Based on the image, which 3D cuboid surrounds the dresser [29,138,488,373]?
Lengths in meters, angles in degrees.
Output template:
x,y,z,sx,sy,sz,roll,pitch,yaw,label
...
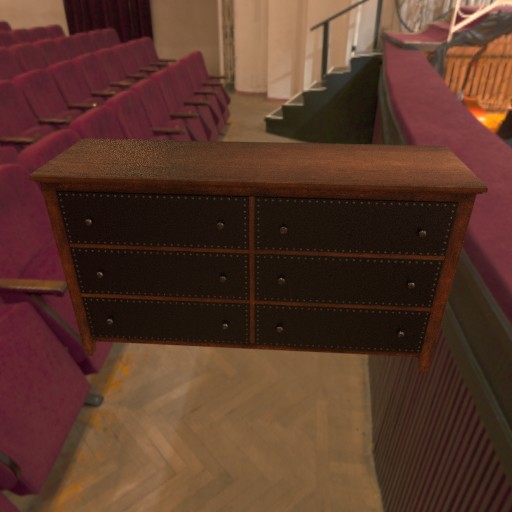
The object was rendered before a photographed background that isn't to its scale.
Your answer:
x,y,z,sx,sy,sz,roll,pitch,yaw,label
0.000,0.000,1.899,1.551,0.856,0.463,2,30,4,dresser
